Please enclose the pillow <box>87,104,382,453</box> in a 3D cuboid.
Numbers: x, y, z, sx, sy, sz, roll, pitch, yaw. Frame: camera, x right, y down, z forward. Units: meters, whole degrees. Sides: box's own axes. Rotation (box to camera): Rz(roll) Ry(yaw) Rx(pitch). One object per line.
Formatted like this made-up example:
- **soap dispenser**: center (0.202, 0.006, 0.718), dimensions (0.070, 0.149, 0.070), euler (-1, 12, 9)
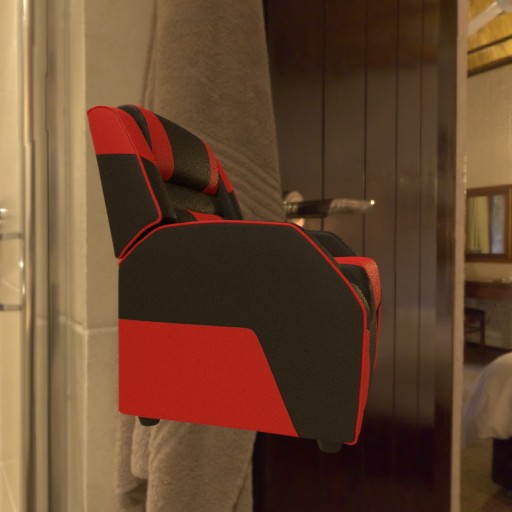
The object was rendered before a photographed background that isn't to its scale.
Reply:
- **pillow**: center (0.000, 0.000, 1.258), dimensions (0.672, 0.805, 0.620), euler (0, 1, 18)
